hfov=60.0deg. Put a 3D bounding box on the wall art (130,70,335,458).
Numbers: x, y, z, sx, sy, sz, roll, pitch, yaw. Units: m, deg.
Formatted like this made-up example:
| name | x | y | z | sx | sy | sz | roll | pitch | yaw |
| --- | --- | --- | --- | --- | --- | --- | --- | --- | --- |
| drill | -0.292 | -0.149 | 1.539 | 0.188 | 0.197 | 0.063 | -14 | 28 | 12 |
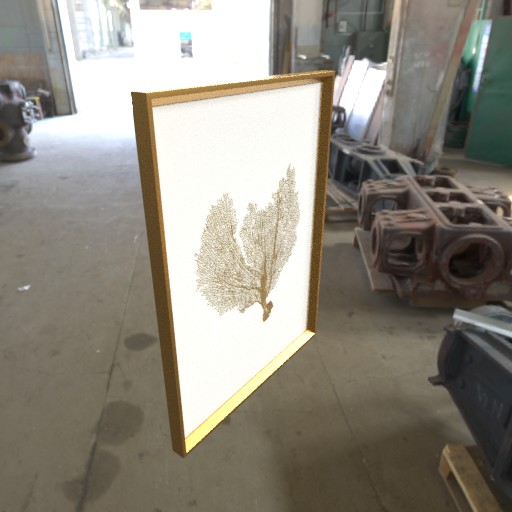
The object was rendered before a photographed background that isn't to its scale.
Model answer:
| name | x | y | z | sx | sy | sz | roll | pitch | yaw |
| --- | --- | --- | --- | --- | --- | --- | --- | --- | --- |
| wall art | 0.000 | 0.000 | 1.089 | 0.038 | 0.812 | 0.610 | 19 | 32 | 33 |
